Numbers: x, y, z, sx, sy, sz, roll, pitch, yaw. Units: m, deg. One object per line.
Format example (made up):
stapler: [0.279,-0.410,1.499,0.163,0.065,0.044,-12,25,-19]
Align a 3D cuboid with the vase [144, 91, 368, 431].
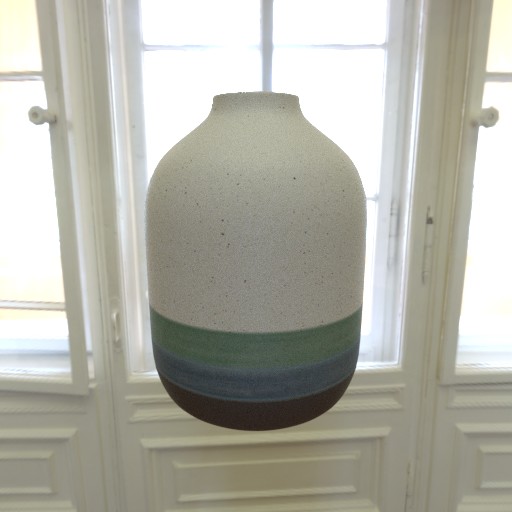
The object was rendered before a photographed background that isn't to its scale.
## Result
vase: [0.000,0.000,0.352,0.169,0.240,0.169,0,13,0]
